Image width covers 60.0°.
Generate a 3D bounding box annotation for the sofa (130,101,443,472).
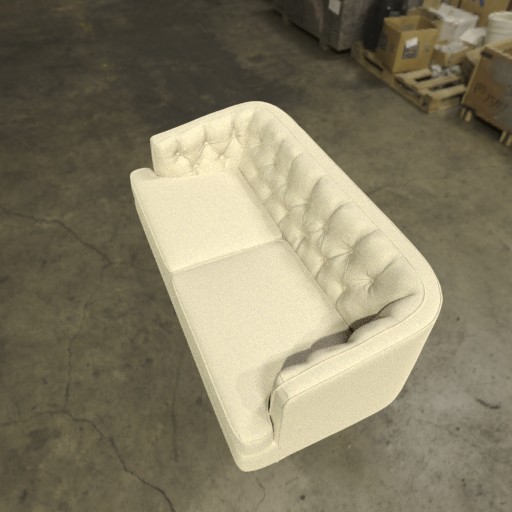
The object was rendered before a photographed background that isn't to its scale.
[{"bbox_3d":[0.000,0.000,2.234,0.941,0.855,1.733,-18,49,-16],"label":"sofa"}]
